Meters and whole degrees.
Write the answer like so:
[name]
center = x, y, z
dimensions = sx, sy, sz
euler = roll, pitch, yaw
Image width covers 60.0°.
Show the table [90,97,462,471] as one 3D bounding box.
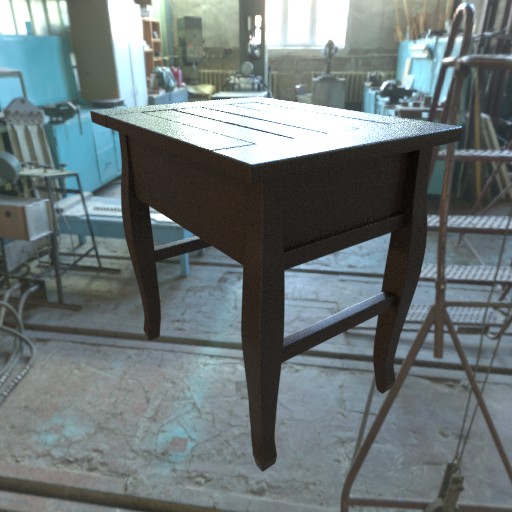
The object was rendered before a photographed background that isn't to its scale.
[table]
center = 0.000, 0.000, 1.004
dimensions = 0.460, 0.605, 0.602
euler = -18, 31, -32
